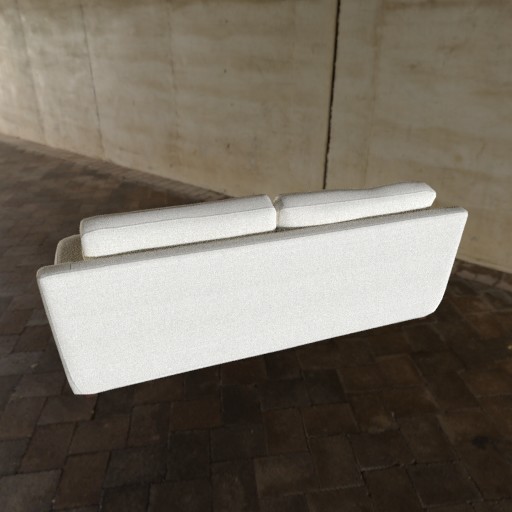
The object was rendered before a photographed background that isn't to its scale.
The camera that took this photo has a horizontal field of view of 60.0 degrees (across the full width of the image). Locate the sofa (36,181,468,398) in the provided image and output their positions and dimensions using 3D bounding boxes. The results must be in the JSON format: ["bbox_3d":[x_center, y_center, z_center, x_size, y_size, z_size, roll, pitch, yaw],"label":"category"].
[{"bbox_3d":[0.000,0.000,2.938,2.470,1.022,1.009,-9,29,-17],"label":"sofa"}]
